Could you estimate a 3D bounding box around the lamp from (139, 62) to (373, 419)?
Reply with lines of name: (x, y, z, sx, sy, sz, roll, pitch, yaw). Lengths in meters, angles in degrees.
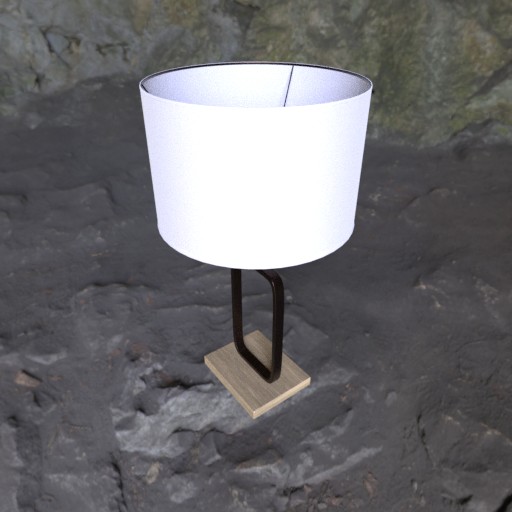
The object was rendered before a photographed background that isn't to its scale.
lamp: (0.000, 0.000, 0.677, 0.279, 0.508, 0.279, -21, 38, -30)
